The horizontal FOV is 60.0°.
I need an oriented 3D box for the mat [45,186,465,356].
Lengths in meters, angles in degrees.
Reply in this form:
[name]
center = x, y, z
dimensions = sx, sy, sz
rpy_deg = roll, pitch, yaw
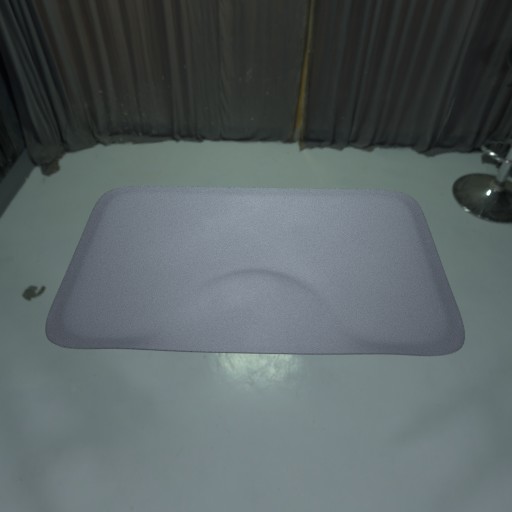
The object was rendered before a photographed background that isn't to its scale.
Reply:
[mat]
center = 0.000, 0.000, 1.838
dimensions = 1.524, 0.013, 0.918
rpy_deg = 1, 47, 1
